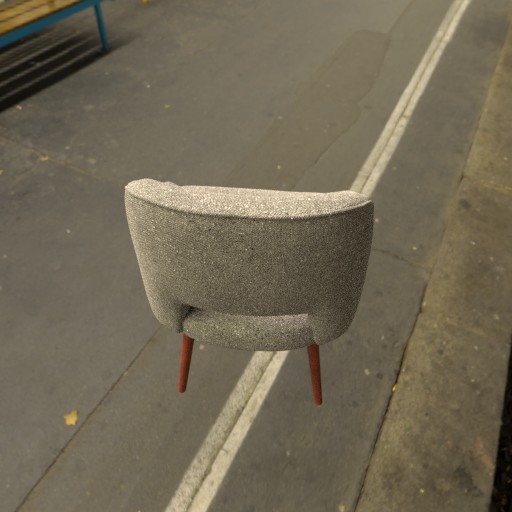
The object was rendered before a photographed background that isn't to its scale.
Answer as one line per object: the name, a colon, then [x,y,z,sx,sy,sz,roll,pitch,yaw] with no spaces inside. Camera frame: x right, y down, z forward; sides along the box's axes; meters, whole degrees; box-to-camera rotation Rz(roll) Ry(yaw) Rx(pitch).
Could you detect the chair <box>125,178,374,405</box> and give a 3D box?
chair: [0.000,0.000,1.278,0.608,0.875,0.629,4,48,4]
